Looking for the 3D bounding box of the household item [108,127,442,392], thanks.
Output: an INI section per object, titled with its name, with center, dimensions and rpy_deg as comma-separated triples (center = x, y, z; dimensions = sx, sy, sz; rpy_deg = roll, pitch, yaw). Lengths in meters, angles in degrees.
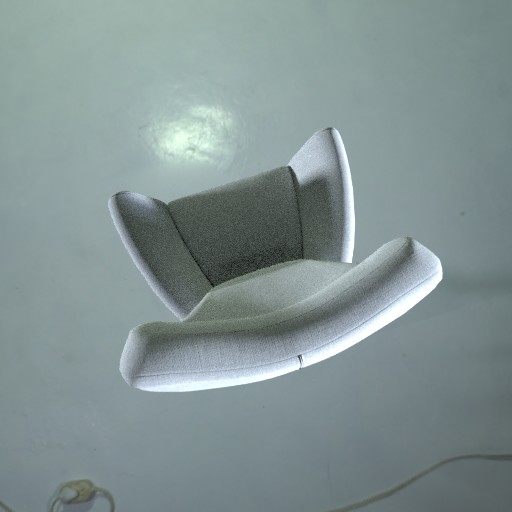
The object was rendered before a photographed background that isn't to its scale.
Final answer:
[household item]
center = 0.000, 0.000, 1.739
dimensions = 0.980, 1.050, 0.900
rpy_deg = -18, 76, -5
